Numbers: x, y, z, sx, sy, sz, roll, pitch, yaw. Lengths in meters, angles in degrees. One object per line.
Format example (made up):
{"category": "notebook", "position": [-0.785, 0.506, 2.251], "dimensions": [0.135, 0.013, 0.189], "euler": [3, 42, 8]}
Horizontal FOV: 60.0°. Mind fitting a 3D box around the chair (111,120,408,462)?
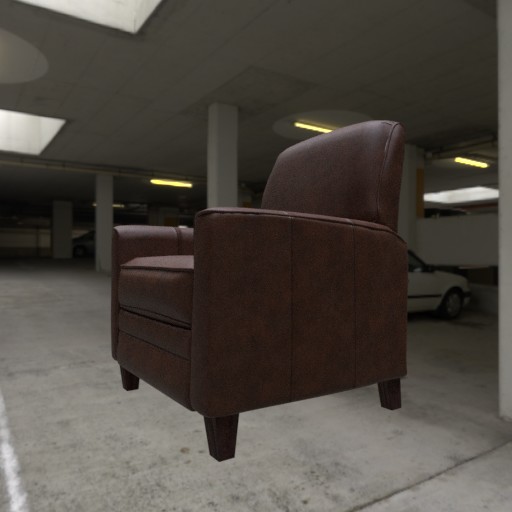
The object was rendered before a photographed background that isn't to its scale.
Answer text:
{"category": "chair", "position": [0.000, 0.000, 1.591], "dimensions": [0.850, 1.010, 0.839], "euler": [0, 0, -34]}
